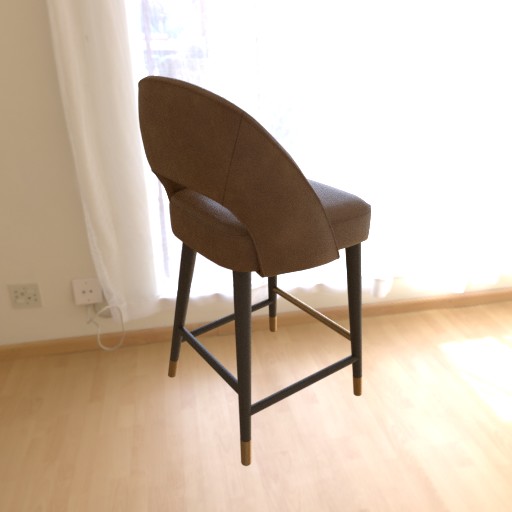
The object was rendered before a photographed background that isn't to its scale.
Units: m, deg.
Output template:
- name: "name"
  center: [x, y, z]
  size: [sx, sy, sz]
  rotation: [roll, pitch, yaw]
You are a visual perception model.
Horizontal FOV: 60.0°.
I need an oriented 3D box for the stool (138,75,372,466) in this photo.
- name: "stool"
  center: [0.000, 0.000, 1.224]
  size: [0.509, 0.940, 0.494]
  rotation: [-18, 31, -33]
